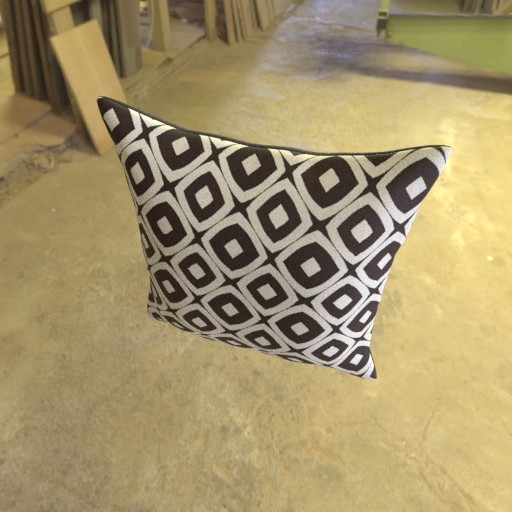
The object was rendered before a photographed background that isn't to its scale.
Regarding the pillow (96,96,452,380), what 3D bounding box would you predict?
[{"bbox_3d":[0.000,0.000,0.760,0.504,0.494,0.188,13,43,14],"label":"pillow"}]
